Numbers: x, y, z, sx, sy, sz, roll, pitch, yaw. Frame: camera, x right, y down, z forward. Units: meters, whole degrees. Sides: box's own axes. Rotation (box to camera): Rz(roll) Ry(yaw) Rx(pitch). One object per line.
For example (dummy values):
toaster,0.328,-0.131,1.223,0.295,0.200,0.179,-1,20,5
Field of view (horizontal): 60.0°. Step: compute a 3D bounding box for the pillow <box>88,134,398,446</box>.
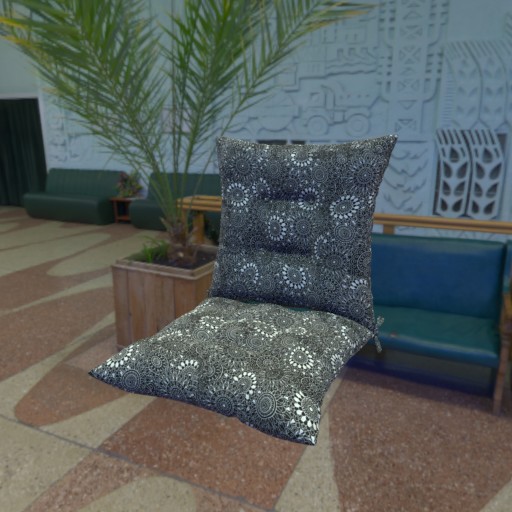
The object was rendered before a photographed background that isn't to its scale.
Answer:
pillow,0.000,0.000,1.011,0.541,0.536,0.585,7,17,26
